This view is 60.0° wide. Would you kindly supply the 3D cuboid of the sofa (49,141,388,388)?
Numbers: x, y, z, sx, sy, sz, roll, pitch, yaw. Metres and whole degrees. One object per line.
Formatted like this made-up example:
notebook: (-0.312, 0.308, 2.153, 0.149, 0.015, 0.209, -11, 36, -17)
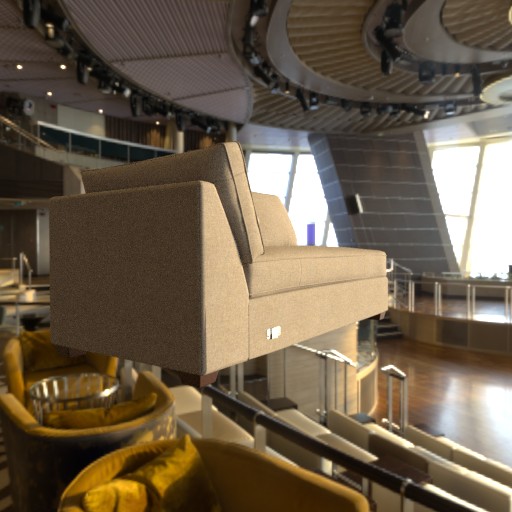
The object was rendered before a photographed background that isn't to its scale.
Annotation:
sofa: (0.000, 0.000, 2.910, 1.110, 1.019, 2.238, 1, 1, 35)
